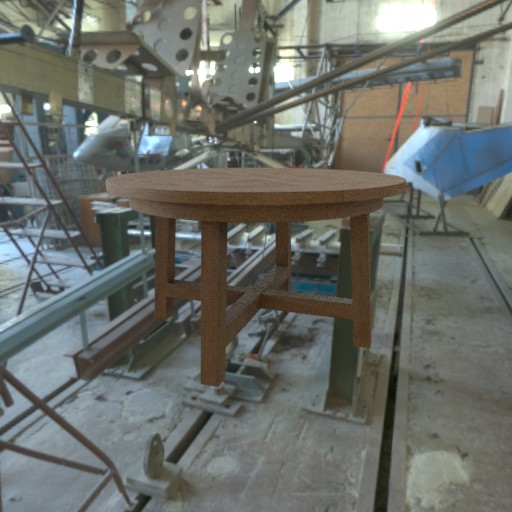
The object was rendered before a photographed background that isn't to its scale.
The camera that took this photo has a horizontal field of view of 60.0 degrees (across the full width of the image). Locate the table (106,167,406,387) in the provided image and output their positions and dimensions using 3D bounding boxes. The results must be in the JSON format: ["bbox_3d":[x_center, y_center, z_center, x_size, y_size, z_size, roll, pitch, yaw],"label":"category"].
[{"bbox_3d":[0.000,0.000,2.142,1.319,0.762,1.319,0,15,0],"label":"table"}]
